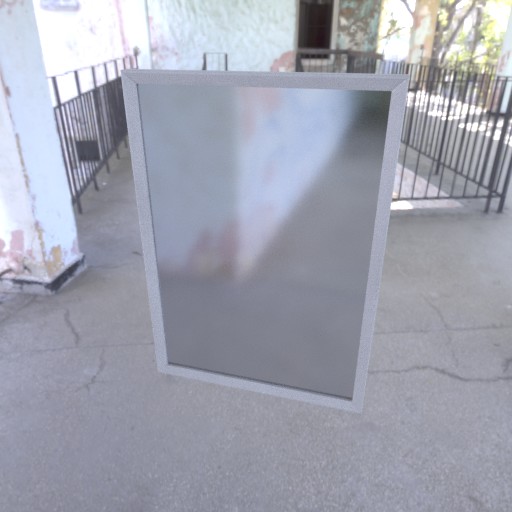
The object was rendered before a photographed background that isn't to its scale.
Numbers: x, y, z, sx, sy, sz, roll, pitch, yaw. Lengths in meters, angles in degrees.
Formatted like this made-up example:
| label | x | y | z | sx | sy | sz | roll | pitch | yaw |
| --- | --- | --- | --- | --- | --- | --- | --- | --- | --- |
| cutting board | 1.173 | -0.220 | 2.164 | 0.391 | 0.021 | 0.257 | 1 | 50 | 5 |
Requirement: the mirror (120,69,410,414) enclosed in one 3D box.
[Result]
| label | x | y | z | sx | sy | sz | roll | pitch | yaw |
| --- | --- | --- | --- | --- | --- | --- | --- | --- | --- |
| mirror | 0.000 | 0.000 | 0.924 | 0.507 | 0.710 | 0.039 | 7 | 27 | 14 |
